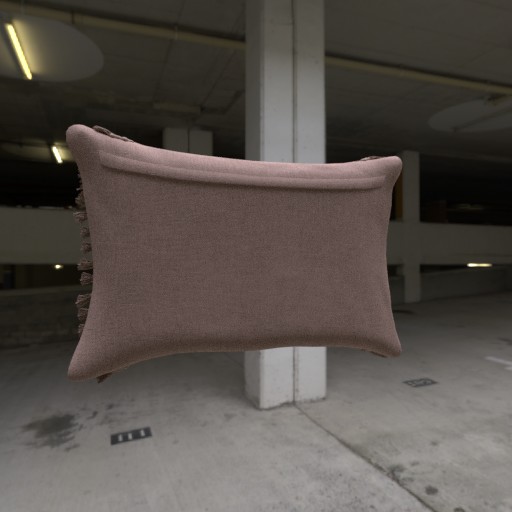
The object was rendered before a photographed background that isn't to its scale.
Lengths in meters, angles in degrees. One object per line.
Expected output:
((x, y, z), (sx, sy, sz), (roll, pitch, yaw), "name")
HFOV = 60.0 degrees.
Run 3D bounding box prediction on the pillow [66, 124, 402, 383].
((0.000, 0.000, 0.589), (0.466, 0.305, 0.084), (0, -1, -20), "pillow")
